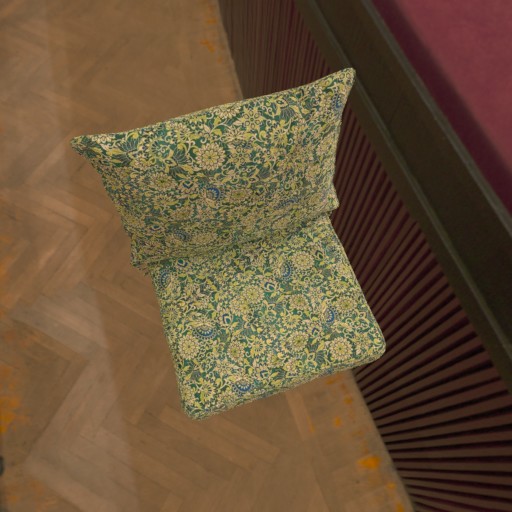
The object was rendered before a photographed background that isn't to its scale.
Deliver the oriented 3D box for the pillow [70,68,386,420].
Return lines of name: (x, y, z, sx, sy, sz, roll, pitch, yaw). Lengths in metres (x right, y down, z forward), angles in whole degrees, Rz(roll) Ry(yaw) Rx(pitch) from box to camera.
pillow: (0.000, 0.000, 1.343, 0.798, 0.722, 0.740, -17, 66, -7)
